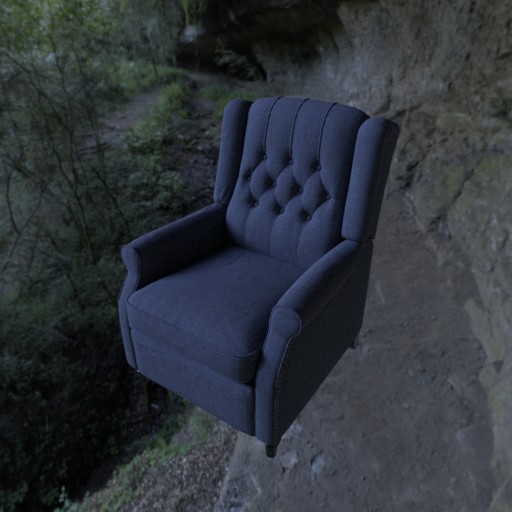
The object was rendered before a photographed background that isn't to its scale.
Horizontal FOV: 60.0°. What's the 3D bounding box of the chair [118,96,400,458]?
[{"bbox_3d":[0.000,0.000,1.664,0.742,1.035,0.898,18,34,29],"label":"chair"}]
